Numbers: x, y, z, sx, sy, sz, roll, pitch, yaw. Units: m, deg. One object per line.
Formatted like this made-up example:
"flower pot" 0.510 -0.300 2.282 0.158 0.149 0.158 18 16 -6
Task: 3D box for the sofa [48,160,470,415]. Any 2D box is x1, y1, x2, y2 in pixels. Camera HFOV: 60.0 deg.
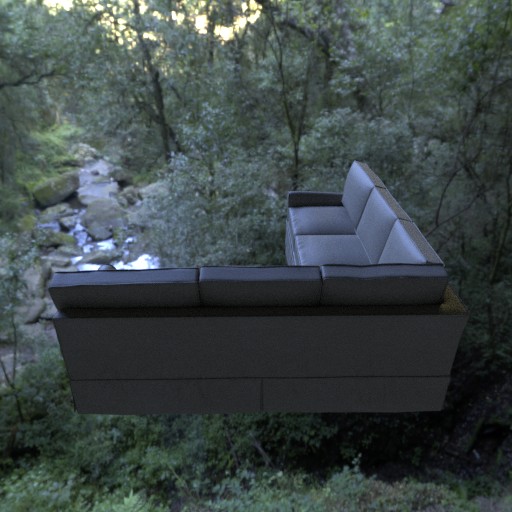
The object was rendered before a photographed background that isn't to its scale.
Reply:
"sofa" 0.000 0.000 3.982 2.623 1.081 2.618 0 29 -1
